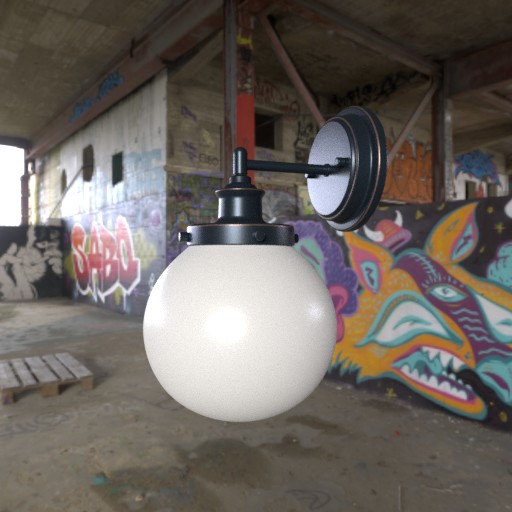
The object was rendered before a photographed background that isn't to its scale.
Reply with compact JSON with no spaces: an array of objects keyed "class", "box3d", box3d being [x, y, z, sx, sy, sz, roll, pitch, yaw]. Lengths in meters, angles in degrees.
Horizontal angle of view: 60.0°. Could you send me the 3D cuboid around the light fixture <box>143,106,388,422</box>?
[{"class":"light fixture","box3d":[0.000,0.000,0.467,0.230,0.332,0.197,0,0,-19]}]
